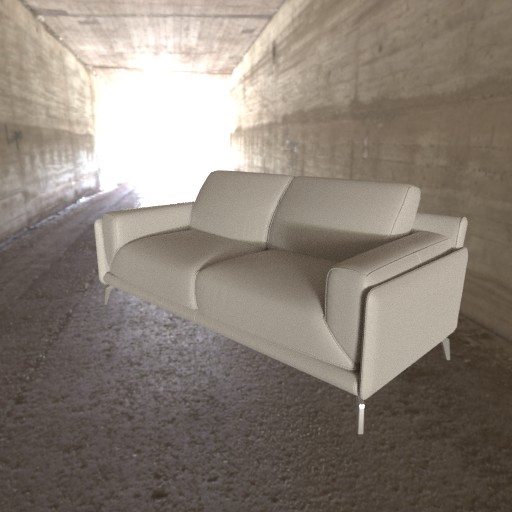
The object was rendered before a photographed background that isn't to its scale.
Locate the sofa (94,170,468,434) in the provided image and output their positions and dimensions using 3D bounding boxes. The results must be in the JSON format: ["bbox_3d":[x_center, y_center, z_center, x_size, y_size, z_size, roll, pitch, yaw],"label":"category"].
[{"bbox_3d":[0.000,0.000,2.602,2.101,0.930,1.049,14,20,42],"label":"sofa"}]
